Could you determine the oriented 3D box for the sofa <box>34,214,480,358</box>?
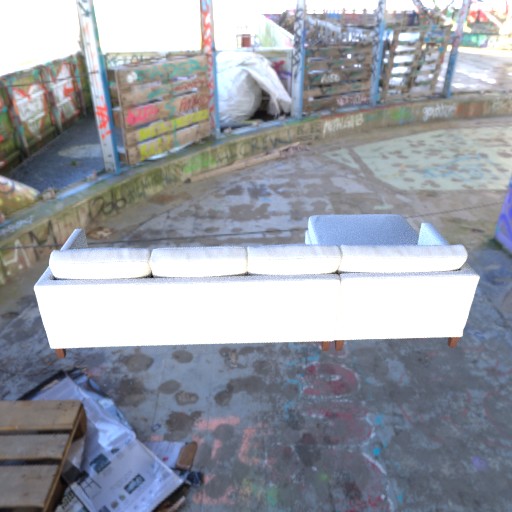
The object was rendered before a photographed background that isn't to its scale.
[{"bbox_3d":[0.000,0.000,3.950,3.186,0.861,1.625,-1,30,-2],"label":"sofa"}]
